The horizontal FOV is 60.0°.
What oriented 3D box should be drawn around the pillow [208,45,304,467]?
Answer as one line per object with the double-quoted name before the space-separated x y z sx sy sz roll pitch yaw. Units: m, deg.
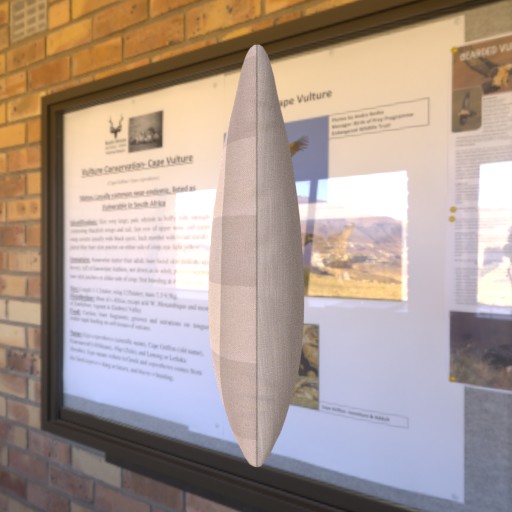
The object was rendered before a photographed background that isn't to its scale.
"pillow" 0.000 0.000 0.782 0.161 0.509 0.511 0 0 0
